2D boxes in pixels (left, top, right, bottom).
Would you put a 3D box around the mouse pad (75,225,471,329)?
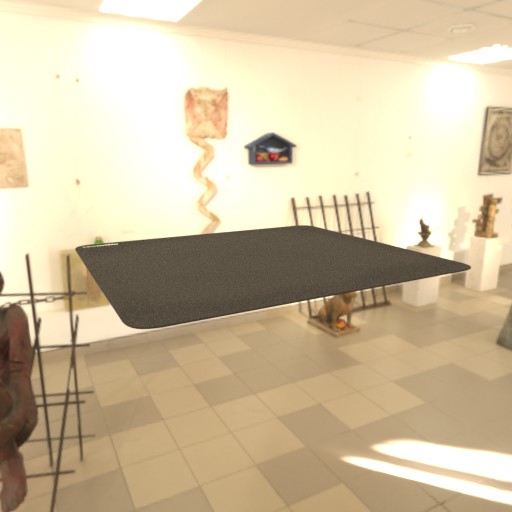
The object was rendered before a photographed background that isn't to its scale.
[{"bbox_3d":[0.000,0.000,0.642,0.451,0.002,0.393,-7,15,-27],"label":"mouse pad"}]
